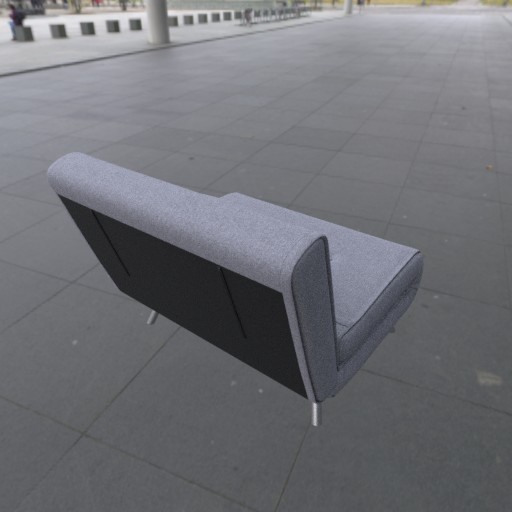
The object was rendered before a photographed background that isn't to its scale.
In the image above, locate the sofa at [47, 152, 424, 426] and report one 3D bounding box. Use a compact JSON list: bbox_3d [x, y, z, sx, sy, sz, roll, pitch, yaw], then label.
[{"bbox_3d":[0.000,0.000,1.720,1.020,0.825,1.000,22,37,32],"label":"sofa"}]
